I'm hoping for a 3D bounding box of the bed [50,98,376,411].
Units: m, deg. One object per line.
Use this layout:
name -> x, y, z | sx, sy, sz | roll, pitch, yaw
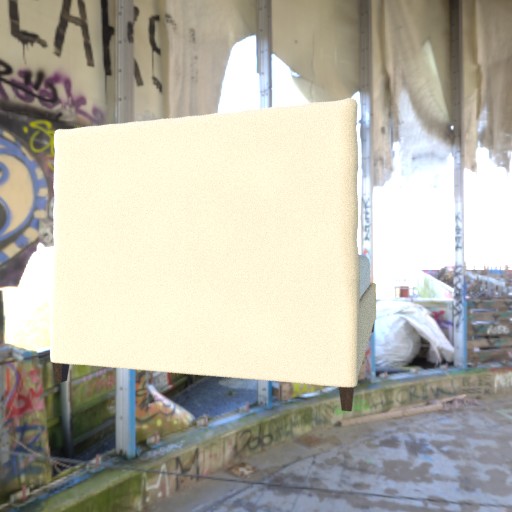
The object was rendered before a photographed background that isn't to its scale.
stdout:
bed -> 0.000, 0.000, 3.360 | 1.698, 1.427, 2.387 | 0, -1, 17
